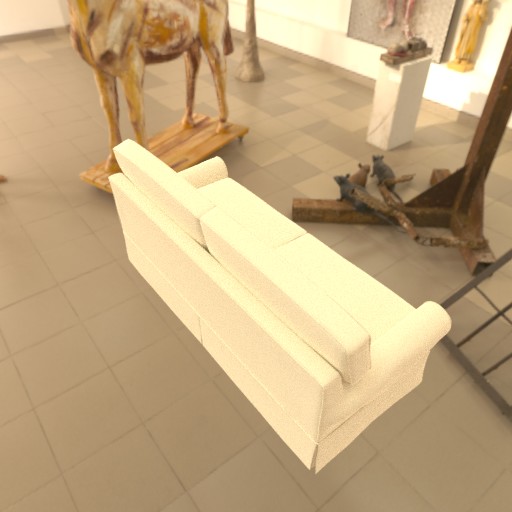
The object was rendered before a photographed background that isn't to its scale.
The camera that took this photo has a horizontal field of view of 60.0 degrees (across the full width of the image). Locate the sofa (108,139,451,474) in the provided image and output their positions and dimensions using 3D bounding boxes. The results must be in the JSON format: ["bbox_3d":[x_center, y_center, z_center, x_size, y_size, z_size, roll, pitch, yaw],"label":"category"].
[{"bbox_3d":[0.000,0.000,2.549,0.862,0.937,2.021,-27,48,-28],"label":"sofa"}]
